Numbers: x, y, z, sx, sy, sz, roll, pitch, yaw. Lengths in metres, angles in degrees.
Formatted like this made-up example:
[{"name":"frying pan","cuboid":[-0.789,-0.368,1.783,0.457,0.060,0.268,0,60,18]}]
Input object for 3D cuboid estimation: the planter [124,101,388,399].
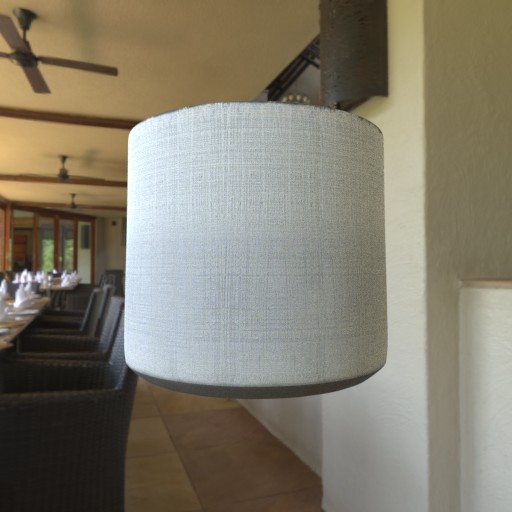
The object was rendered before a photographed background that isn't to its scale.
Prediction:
[{"name":"planter","cuboid":[0.000,0.000,0.398,0.226,0.201,0.226,0,-1,0]}]
